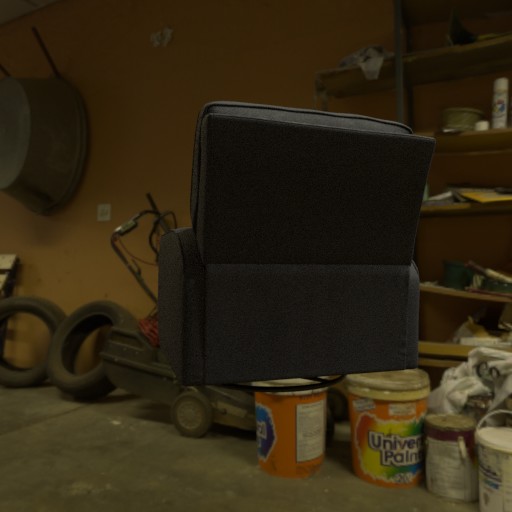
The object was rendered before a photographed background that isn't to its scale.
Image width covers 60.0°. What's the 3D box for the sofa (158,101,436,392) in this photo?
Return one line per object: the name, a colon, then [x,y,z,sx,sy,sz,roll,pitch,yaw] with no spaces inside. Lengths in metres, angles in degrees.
sofa: [0.000,0.000,1.994,0.861,0.959,1.472,1,-2,-18]
